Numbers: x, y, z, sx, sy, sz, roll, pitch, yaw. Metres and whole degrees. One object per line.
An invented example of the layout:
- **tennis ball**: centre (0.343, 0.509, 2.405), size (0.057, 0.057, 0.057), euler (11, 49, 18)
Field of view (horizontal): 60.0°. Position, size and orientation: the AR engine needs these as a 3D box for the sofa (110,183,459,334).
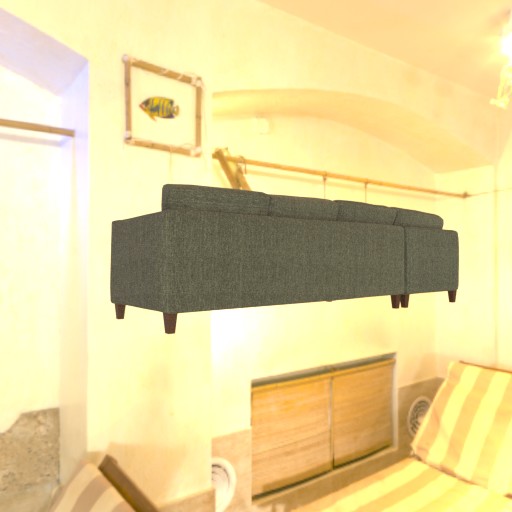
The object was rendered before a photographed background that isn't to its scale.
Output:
- **sofa**: centre (0.000, 0.000, 4.527), size (3.302, 0.947, 2.593), euler (0, -1, -37)
